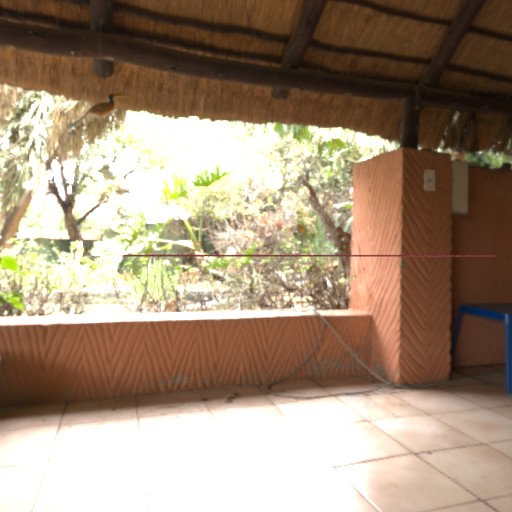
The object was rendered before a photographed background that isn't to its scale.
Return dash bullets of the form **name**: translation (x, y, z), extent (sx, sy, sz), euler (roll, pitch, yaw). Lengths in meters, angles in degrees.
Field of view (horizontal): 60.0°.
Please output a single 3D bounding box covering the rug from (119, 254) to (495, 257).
- **rug**: translation (0.000, 0.000, 3.896), extent (2.300, 0.012, 2.929), euler (0, 0, -18)
